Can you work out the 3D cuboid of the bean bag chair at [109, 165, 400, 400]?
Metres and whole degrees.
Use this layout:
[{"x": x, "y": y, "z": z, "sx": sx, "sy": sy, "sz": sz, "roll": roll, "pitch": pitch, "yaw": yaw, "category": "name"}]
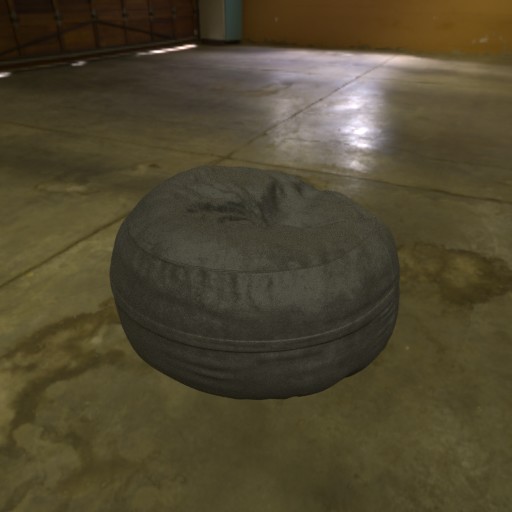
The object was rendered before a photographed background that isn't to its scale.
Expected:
[{"x": 0.000, "y": 0.000, "z": 2.402, "sx": 1.525, "sy": 0.751, "sz": 1.525, "roll": 0, "pitch": 30, "yaw": 0, "category": "bean bag chair"}]
